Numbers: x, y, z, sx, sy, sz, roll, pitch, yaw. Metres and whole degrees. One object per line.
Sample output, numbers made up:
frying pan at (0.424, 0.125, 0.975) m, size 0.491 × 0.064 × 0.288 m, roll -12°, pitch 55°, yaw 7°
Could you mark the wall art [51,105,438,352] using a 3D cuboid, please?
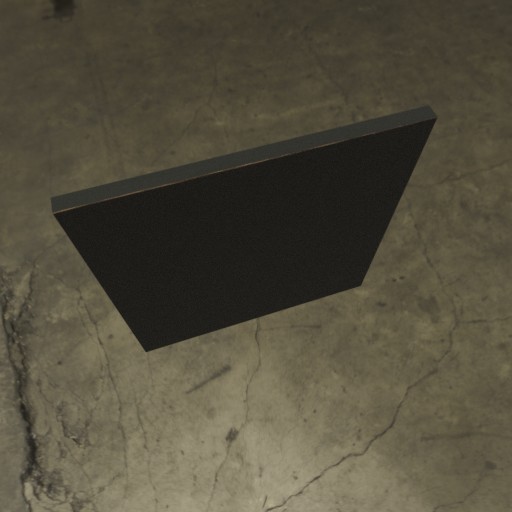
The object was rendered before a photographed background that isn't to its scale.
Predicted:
wall art at (0.000, 0.000, 1.172) m, size 0.762 × 0.762 × 0.038 m, roll -16°, pitch 61°, yaw -9°
